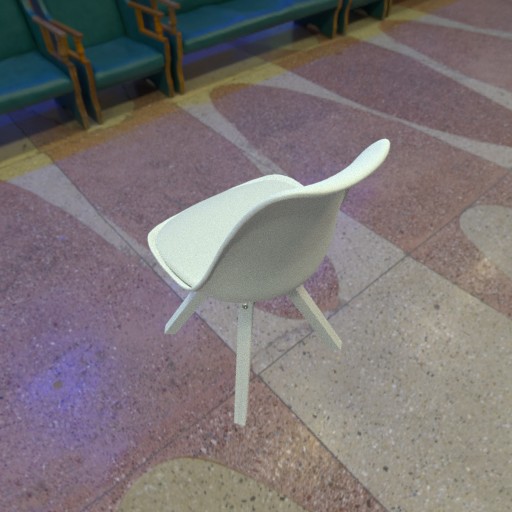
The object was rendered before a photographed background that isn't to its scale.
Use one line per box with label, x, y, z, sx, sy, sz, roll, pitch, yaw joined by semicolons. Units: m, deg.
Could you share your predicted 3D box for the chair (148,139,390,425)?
chair;0.000;0.000;1.199;0.485;0.850;0.550;-30;53;-26
